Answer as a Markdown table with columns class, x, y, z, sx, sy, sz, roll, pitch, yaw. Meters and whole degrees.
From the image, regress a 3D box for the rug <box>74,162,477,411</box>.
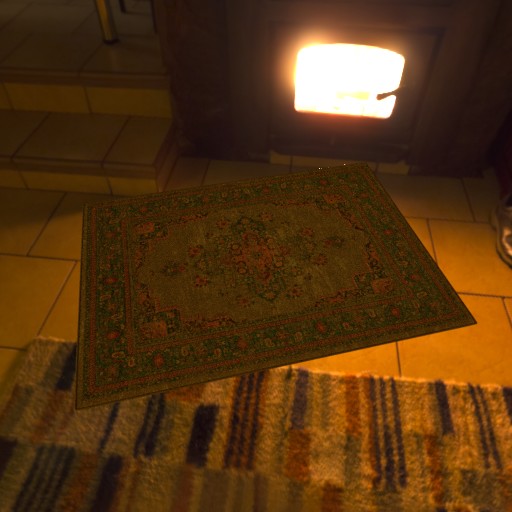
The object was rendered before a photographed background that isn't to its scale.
| class | x | y | z | sx | sy | sz | roll | pitch | yaw |
| --- | --- | --- | --- | --- | --- | --- | --- | --- | --- |
| rug | 0.000 | 0.000 | 2.876 | 2.214 | 0.013 | 1.609 | -10 | 48 | -9 |
